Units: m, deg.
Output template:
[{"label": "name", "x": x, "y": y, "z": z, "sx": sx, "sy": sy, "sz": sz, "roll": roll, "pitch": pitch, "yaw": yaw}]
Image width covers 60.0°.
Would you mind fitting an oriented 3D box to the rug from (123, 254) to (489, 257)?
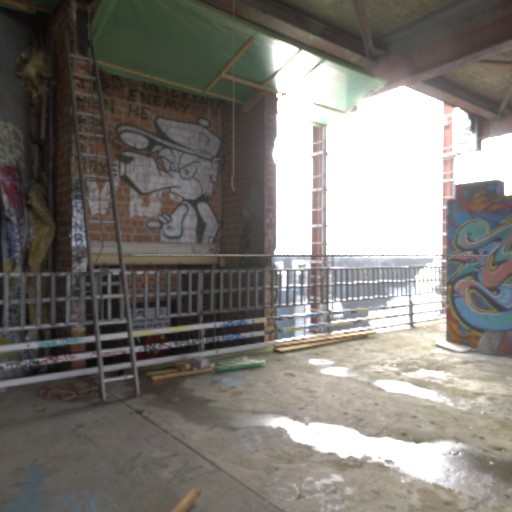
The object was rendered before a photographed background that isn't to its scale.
[{"label": "rug", "x": 0.000, "y": 0.000, "z": 4.086, "sx": 2.330, "sy": 0.010, "sz": 3.061, "roll": 0, "pitch": 0, "yaw": -18}]
